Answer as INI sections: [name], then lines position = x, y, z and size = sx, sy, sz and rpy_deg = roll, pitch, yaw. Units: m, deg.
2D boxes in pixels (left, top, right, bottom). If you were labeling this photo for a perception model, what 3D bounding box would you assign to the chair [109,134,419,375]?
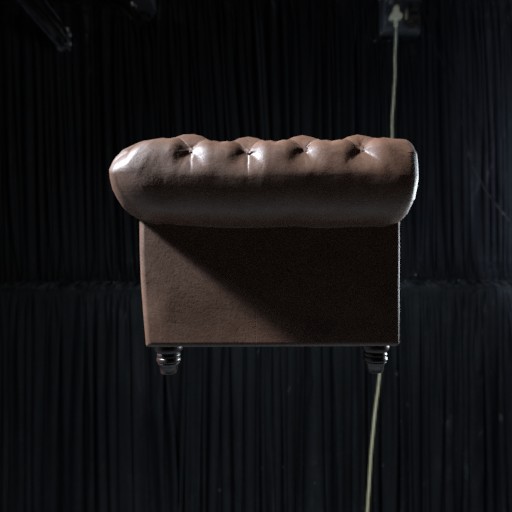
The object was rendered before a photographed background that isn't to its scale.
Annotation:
[chair]
position = 0.000, 0.000, 1.908
size = 0.954, 0.784, 1.298
rpy_deg = 0, 0, -1
